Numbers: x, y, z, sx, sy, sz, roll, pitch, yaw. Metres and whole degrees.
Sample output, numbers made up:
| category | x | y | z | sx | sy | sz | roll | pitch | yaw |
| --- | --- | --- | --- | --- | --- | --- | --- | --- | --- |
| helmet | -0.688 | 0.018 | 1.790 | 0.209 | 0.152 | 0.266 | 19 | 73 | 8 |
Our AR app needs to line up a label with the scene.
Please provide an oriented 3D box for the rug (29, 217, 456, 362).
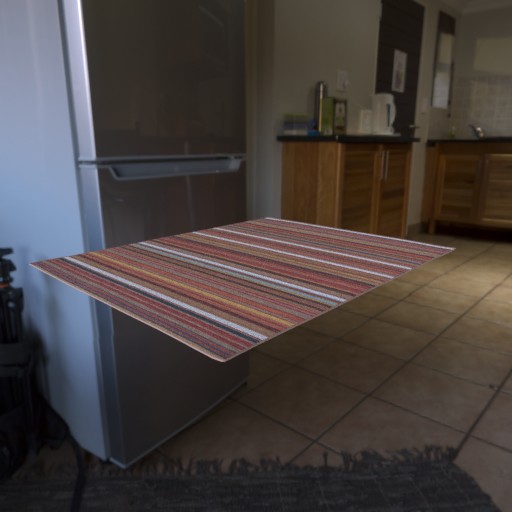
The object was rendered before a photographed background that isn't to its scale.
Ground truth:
| category | x | y | z | sx | sy | sz | roll | pitch | yaw |
| --- | --- | --- | --- | --- | --- | --- | --- | --- | --- |
| rug | 0.000 | 0.000 | 4.061 | 2.479 | 0.023 | 3.092 | 14 | 21 | 42 |
